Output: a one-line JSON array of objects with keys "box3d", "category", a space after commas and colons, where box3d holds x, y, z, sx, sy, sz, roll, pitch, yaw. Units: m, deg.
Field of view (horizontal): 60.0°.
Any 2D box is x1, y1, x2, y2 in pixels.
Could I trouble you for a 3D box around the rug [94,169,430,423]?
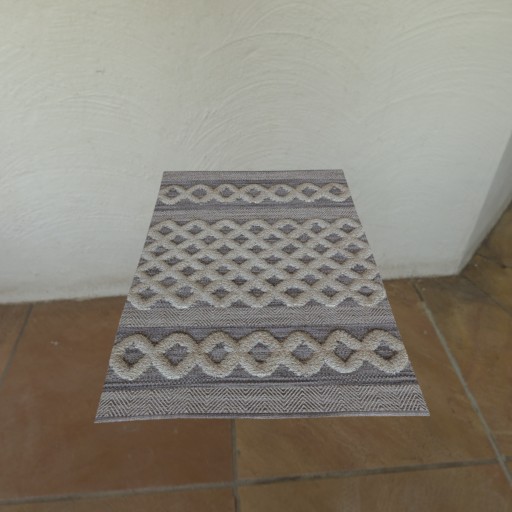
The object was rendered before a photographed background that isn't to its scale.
[{"box3d": [0.000, 0.000, 2.293, 1.222, 0.030, 1.823, -1, 40, -1], "category": "rug"}]
